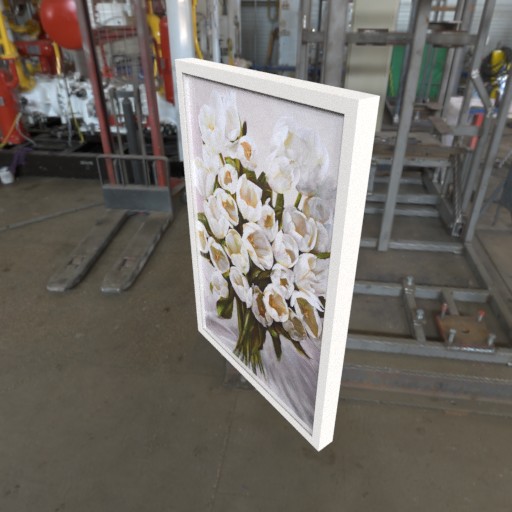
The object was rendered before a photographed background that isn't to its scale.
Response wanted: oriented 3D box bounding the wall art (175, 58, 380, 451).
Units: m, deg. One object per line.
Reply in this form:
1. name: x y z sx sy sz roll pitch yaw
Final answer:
1. wall art: 0.000 0.000 0.556 0.025 0.428 0.293 -21 37 -31
